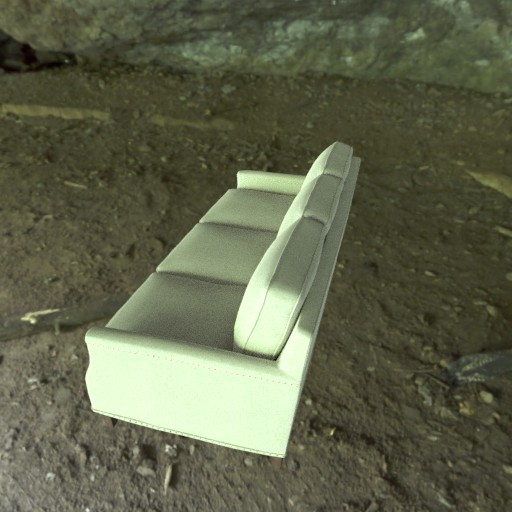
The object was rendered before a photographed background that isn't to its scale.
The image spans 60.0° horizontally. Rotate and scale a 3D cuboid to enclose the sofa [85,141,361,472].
[{"bbox_3d":[0.000,0.000,2.820,1.084,1.003,2.246,8,32,14],"label":"sofa"}]
